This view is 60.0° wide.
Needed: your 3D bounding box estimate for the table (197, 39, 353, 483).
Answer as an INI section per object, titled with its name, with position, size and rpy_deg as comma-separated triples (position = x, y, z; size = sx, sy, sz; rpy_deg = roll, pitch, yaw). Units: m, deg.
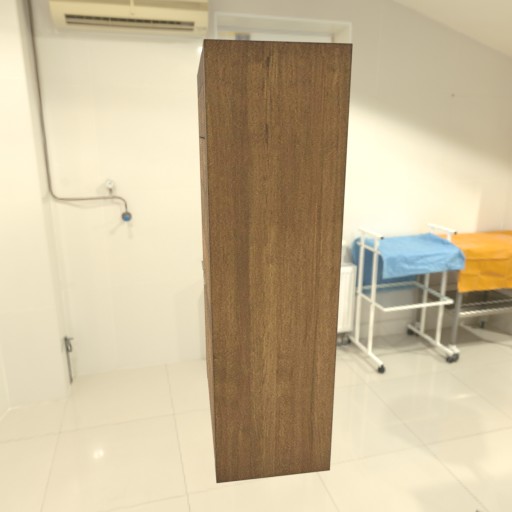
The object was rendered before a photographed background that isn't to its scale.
[table]
position = 0.000, 0.000, 2.479
size = 0.600, 2.000, 1.100
rpy_deg = -2, 16, -8
